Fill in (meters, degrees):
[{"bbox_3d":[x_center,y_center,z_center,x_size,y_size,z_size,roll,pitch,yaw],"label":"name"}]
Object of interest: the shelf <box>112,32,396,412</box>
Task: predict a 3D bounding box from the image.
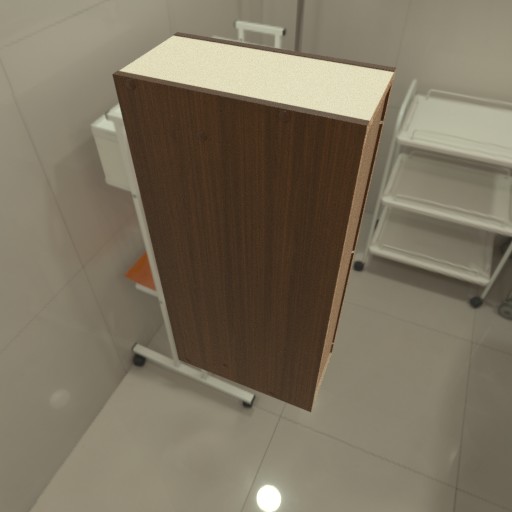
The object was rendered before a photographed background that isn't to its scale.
[{"bbox_3d":[0.000,0.000,0.717,0.290,0.600,0.147,17,48,16],"label":"shelf"}]
